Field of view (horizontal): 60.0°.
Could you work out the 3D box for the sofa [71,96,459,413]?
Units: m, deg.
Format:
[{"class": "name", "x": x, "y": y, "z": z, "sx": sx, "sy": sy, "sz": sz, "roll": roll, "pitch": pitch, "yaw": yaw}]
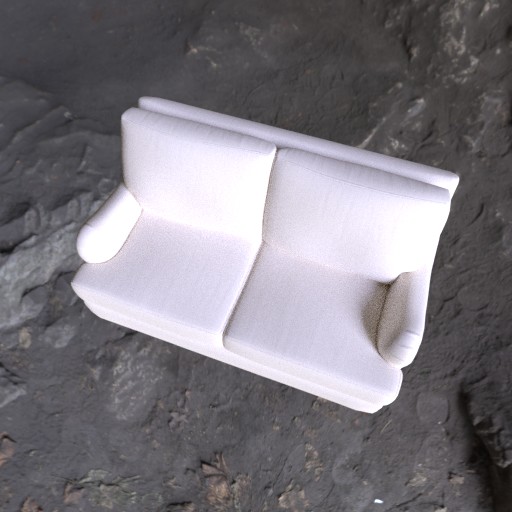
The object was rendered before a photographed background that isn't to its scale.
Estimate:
[{"class": "sofa", "x": 0.000, "y": 0.000, "z": 2.497, "sx": 1.853, "sy": 1.101, "sz": 1.084, "roll": 17, "pitch": 60, "yaw": 10}]
